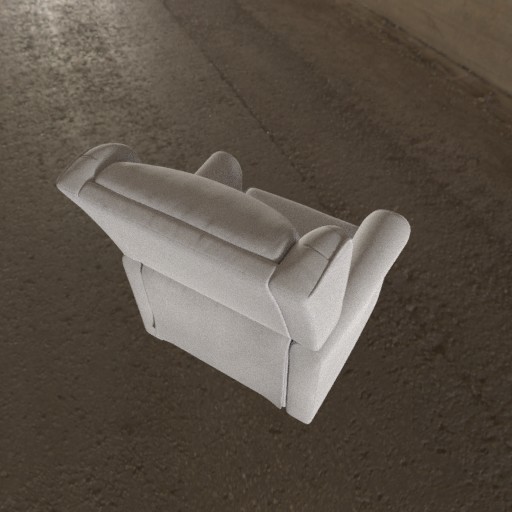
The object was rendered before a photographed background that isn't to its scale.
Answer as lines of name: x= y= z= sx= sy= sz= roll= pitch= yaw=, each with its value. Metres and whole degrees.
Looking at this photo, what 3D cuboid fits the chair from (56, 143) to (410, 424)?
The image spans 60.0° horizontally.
chair: x=0.000 y=0.000 z=1.633 sx=0.906 sy=0.967 sz=0.854 roll=24 pitch=50 yaw=22
